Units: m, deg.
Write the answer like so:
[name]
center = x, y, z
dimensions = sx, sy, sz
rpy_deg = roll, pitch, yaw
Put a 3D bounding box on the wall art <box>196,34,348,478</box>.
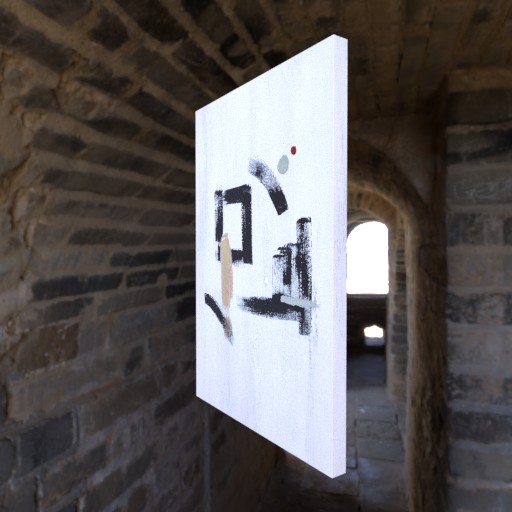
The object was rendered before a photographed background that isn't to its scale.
[wall art]
center = 0.000, 0.000, 1.181
dimensions = 0.043, 0.914, 0.624
rpy_deg = -1, 1, -34
